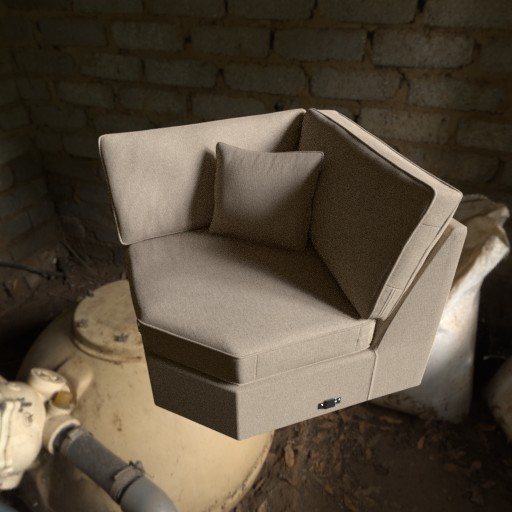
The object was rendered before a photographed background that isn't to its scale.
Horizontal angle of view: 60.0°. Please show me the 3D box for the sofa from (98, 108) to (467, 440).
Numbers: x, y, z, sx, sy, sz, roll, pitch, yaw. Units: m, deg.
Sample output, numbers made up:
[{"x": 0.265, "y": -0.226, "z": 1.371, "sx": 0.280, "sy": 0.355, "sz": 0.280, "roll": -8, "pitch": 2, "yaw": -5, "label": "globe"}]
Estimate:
[{"x": 0.000, "y": 0.000, "z": 1.783, "sx": 1.050, "sy": 0.937, "sz": 1.042, "roll": -10, "pitch": 35, "yaw": -15, "label": "sofa"}]
